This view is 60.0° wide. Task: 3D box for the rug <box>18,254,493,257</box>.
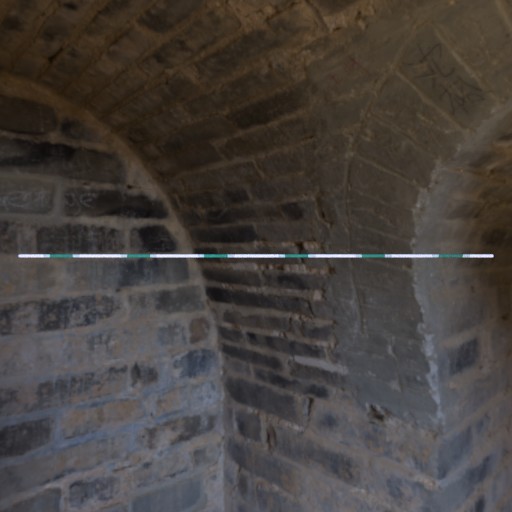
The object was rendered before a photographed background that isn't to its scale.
[{"bbox_3d":[0.000,0.000,2.306,1.829,0.012,1.210,0,0,0],"label":"rug"}]
